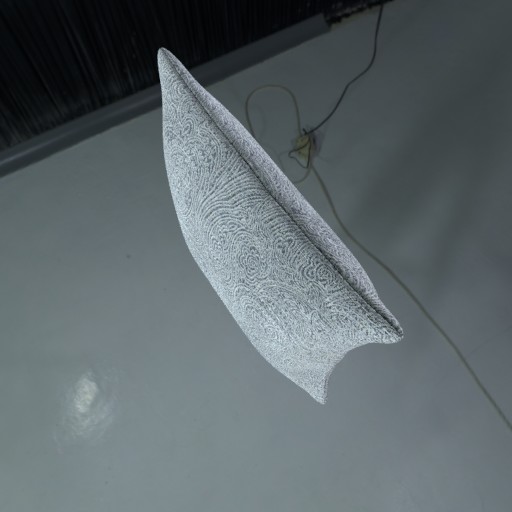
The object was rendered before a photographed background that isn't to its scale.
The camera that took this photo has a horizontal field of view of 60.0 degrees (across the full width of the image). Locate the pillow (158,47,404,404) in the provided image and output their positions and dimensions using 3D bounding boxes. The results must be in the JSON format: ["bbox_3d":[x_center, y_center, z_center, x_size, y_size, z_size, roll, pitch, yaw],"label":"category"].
[{"bbox_3d":[0.000,0.000,0.775,0.166,0.510,0.523,-32,69,-14],"label":"pillow"}]
